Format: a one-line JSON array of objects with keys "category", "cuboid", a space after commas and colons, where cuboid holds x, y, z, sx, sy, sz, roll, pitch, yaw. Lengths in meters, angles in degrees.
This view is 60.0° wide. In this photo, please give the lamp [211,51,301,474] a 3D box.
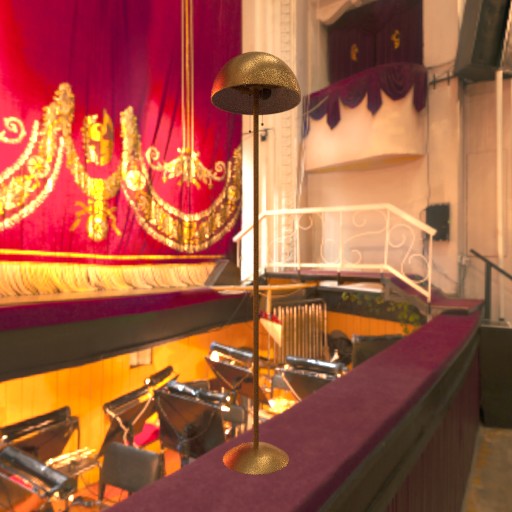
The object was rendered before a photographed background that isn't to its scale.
[{"category": "lamp", "cuboid": [0.000, 0.000, 1.620, 0.328, 1.480, 0.328, 0, 0, 37]}]
